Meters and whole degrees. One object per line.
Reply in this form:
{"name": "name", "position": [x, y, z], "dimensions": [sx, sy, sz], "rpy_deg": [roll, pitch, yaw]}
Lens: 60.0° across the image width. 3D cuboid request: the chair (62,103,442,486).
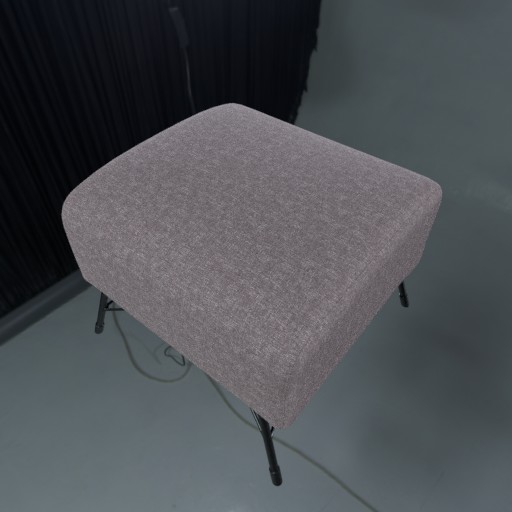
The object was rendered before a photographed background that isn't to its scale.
{"name": "chair", "position": [0.000, 0.000, 0.895], "dimensions": [0.530, 0.410, 0.530], "rpy_deg": [30, 53, 26]}
